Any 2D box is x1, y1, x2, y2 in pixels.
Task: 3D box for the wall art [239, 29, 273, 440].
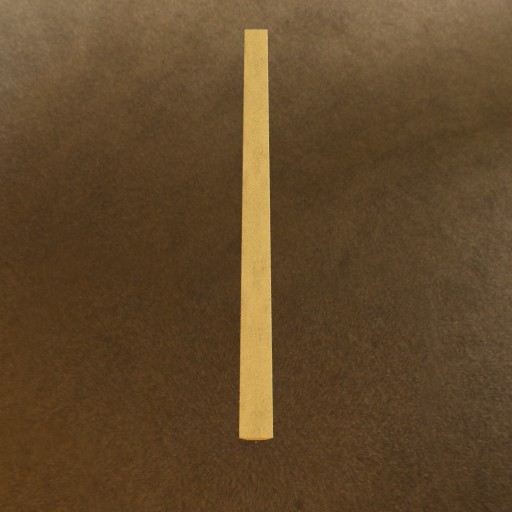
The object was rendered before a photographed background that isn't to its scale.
[{"bbox_3d":[0.000,0.000,0.696,0.032,0.380,0.532,0,67,0],"label":"wall art"}]
